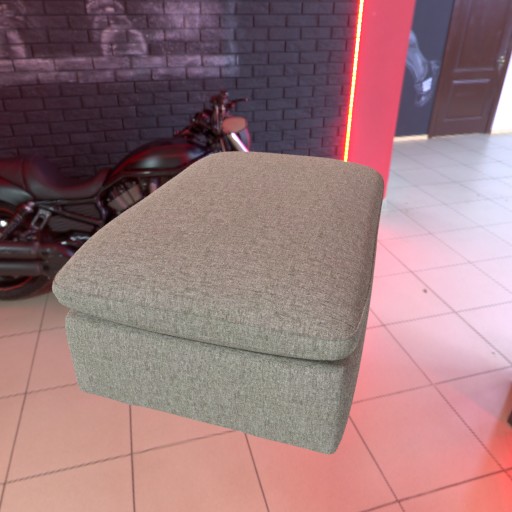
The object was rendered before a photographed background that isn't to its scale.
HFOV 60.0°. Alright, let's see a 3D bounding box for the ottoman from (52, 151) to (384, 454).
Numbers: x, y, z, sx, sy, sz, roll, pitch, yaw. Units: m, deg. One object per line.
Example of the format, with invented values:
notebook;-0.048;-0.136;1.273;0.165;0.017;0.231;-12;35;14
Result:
ottoman;0.000;0.000;1.328;0.694;0.451;0.977;9;31;15
